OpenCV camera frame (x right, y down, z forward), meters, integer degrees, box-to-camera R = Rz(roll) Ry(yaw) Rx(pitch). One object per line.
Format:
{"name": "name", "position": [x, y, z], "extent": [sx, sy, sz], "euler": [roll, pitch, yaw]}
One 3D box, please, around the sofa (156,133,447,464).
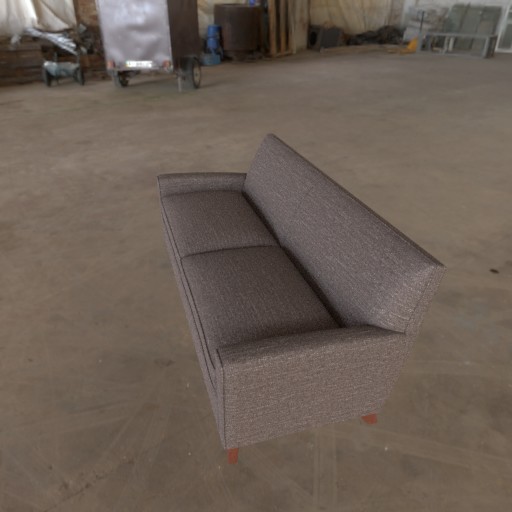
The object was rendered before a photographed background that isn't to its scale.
{"name": "sofa", "position": [0.000, 0.000, 2.493], "extent": [0.875, 0.846, 1.976], "euler": [-9, 31, -15]}
